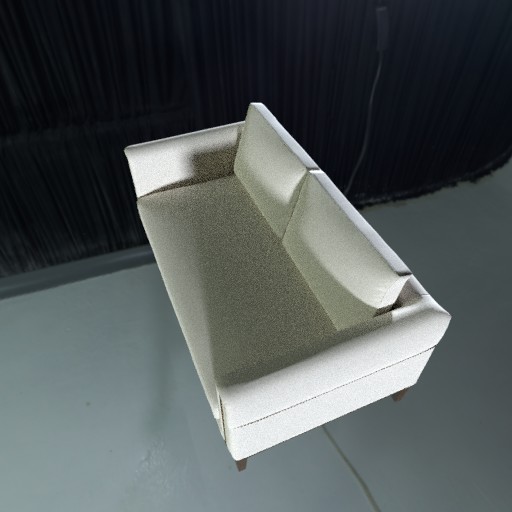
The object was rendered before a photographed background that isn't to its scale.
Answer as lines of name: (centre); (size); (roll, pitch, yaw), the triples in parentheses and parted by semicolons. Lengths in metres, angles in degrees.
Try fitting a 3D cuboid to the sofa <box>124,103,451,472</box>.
sofa: (0.000, 0.000, 2.166); (0.905, 0.873, 1.598); (-17, 49, -16)
